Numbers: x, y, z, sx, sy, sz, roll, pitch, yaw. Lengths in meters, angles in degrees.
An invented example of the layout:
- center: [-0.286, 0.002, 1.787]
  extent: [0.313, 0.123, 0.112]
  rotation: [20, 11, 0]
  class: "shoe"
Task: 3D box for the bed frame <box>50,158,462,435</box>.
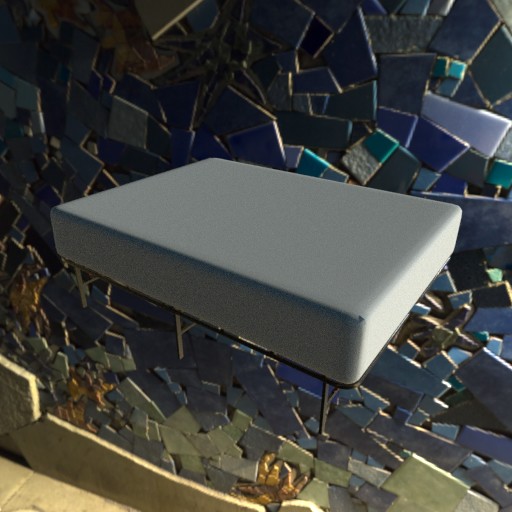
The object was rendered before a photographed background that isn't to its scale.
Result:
- center: [0.000, 0.000, 2.822]
  extent: [2.037, 0.677, 1.528]
  rotation: [18, 32, 31]
  class: "bed frame"
